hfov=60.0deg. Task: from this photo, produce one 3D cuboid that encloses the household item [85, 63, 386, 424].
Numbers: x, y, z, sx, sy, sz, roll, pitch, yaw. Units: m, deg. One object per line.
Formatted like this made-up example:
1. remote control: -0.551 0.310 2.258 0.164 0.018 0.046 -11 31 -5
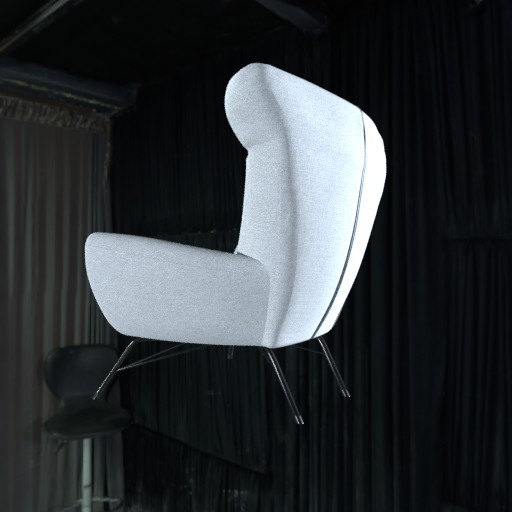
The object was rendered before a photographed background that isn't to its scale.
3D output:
1. household item: 0.000 0.000 1.715 0.900 1.050 0.980 0 0 35
